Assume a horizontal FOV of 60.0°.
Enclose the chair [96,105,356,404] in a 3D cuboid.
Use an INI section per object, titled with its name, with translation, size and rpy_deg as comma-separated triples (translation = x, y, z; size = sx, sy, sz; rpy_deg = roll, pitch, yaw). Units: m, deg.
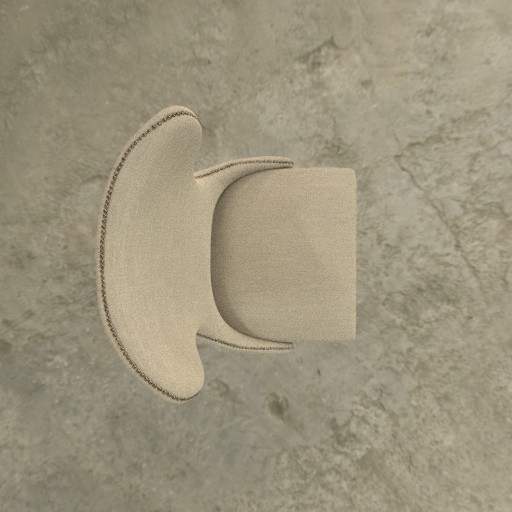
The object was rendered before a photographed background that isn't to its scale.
[chair]
translation = 0.000, 0.000, 1.343
size = 0.635, 0.967, 0.628
rpy_deg = 0, 90, 1
